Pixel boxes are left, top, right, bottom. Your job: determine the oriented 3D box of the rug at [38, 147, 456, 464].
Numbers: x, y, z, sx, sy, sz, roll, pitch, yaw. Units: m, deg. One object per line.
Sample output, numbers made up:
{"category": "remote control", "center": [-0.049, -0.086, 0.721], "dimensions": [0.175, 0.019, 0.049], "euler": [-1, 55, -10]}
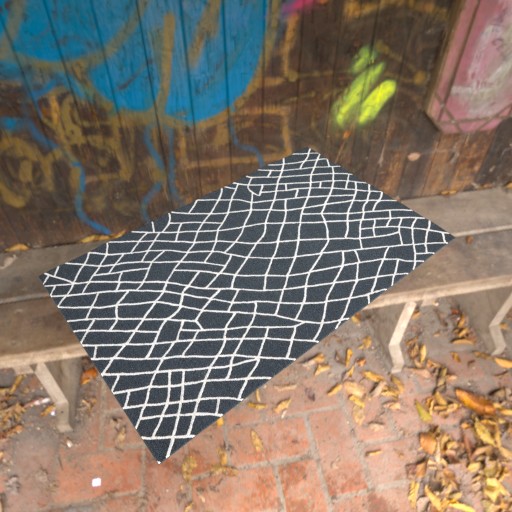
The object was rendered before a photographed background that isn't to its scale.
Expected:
{"category": "rug", "center": [0.000, 0.000, 3.035], "dimensions": [2.448, 0.017, 1.529], "euler": [-31, 53, -26]}
